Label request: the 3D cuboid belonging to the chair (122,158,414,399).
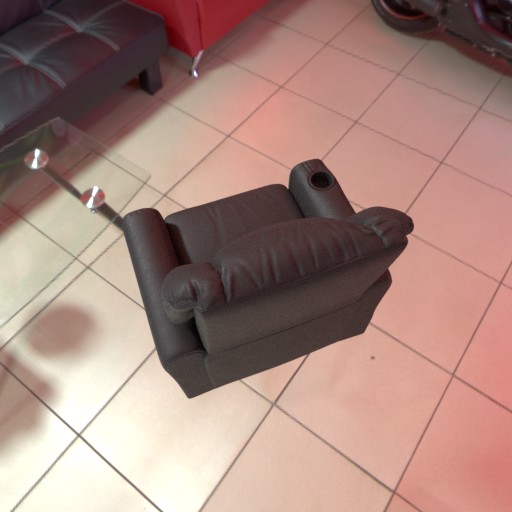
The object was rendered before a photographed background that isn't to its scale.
[{"bbox_3d":[0.000,0.000,1.144,0.610,0.709,0.521,-18,60,-11],"label":"chair"}]
